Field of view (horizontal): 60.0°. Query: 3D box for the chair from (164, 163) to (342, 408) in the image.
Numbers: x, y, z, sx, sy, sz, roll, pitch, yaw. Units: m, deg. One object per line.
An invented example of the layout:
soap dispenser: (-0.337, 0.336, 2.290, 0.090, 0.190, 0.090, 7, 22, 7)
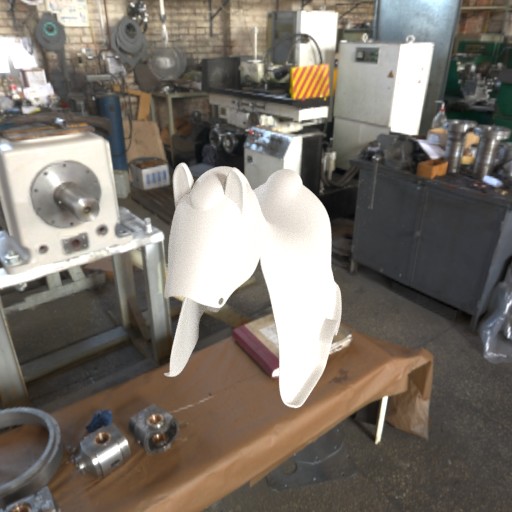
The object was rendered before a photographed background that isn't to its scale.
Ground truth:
chair: (0.000, 0.000, 1.152, 0.429, 0.612, 0.800, 9, 28, 17)
